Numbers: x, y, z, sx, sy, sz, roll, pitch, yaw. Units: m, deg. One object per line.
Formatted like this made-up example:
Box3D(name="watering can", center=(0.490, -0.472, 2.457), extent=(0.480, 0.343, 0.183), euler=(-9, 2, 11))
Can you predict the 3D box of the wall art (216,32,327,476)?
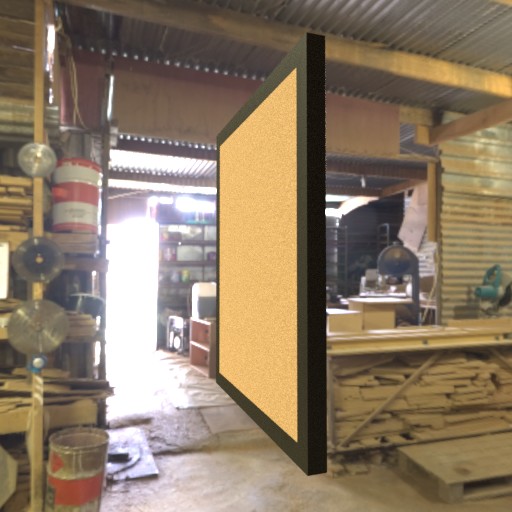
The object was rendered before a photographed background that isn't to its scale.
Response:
Box3D(name="wall art", center=(0.000, 0.000, 0.716), extent=(0.025, 0.508, 0.432), euler=(1, -2, -19))
